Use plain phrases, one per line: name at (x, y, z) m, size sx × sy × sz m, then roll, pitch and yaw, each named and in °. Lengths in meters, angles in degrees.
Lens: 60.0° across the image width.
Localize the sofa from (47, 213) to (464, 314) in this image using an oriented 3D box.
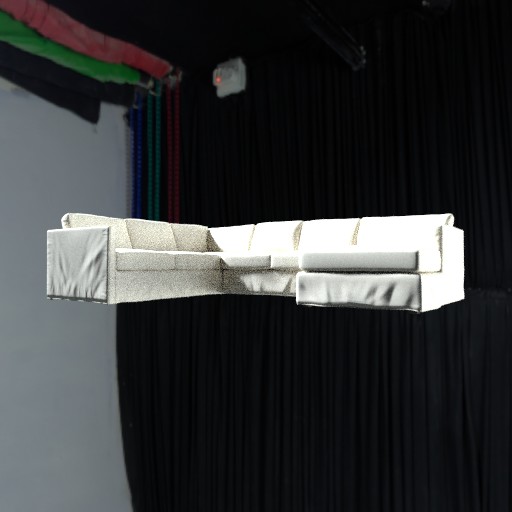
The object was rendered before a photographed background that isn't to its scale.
sofa at (0.000, 0.000, 4.434) m, size 3.460 × 0.882 × 2.427 m, roll -1°, pitch -1°, yaw 35°
